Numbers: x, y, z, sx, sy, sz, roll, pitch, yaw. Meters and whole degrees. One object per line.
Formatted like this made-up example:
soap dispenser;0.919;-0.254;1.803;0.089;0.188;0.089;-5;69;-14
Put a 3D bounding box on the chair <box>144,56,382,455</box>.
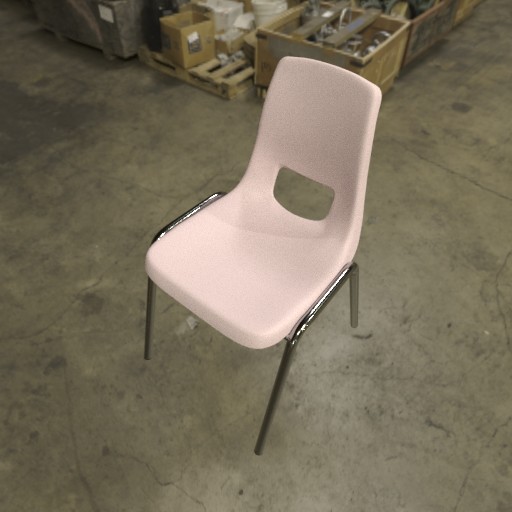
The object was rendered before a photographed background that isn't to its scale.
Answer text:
chair;0.000;0.000;0.913;0.381;0.653;0.436;31;54;26
